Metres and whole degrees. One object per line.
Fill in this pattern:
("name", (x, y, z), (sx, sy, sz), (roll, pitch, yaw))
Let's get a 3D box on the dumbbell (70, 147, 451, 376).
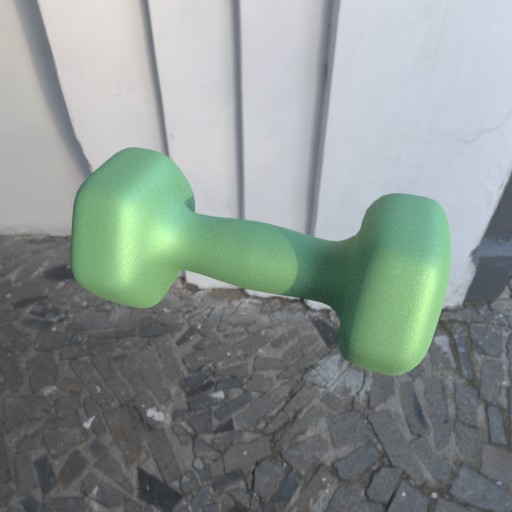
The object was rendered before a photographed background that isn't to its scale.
("dumbbell", (0.000, 0.000, 0.329), (0.260, 0.117, 0.129), (13, 44, 14))
